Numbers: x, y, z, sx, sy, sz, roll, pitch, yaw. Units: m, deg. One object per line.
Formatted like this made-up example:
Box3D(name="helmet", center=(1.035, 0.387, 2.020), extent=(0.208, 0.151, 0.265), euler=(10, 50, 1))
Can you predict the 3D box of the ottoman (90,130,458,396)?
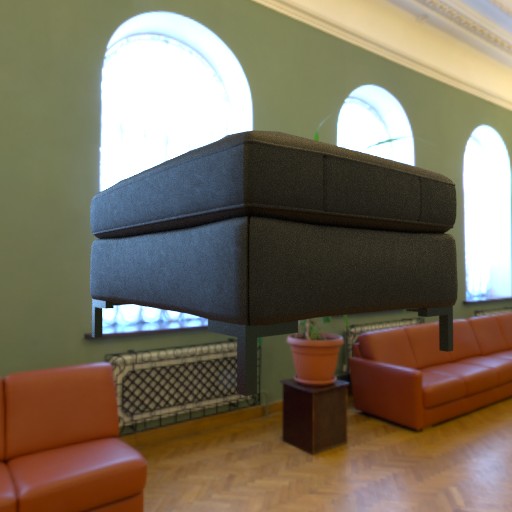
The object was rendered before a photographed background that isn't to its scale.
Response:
Box3D(name="ottoman", center=(0.000, 0.000, 1.780), extent=(0.967, 0.696, 1.187), euler=(1, -2, -38))
